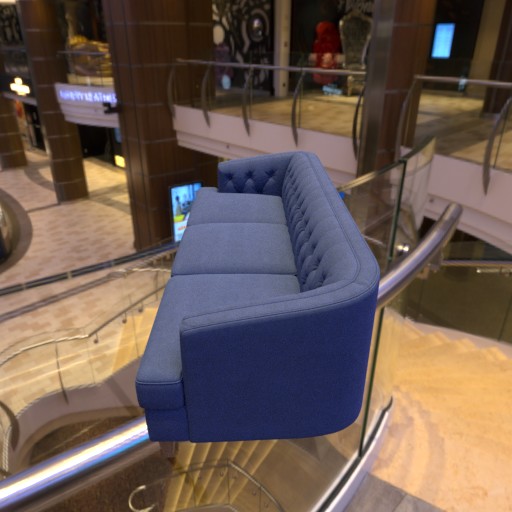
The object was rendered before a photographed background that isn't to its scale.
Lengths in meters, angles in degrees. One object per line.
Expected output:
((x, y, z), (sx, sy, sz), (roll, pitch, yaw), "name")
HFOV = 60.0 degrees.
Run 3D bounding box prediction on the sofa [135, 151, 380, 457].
((0.000, 0.000, 2.600), (0.914, 0.787, 2.235), (0, 27, -1), "sofa")
